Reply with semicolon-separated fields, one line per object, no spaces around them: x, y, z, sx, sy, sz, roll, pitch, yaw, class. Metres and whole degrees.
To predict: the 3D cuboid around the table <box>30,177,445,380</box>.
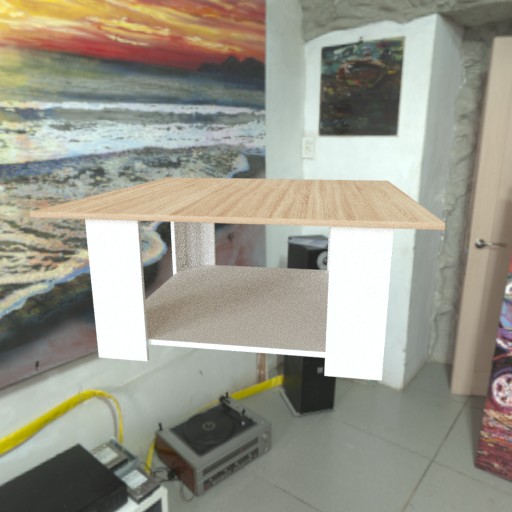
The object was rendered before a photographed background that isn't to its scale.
0.000;0.000;1.059;0.670;0.305;0.670;2;15;9;table
